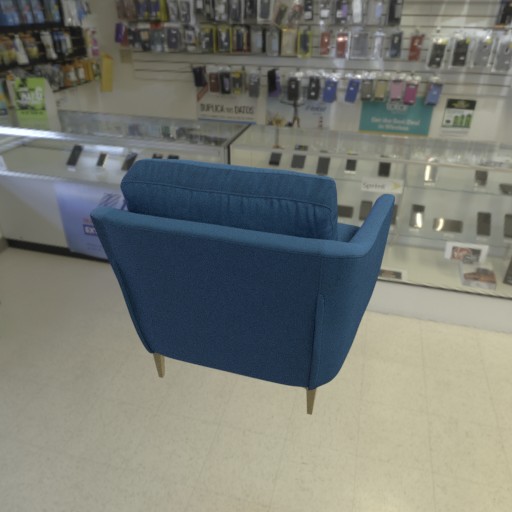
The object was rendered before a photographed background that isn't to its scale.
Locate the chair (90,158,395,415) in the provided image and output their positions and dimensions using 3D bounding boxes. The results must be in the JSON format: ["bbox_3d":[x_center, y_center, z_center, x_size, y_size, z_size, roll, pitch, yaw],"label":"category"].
[{"bbox_3d":[0.000,0.000,1.751,0.987,0.899,0.961,9,32,15],"label":"chair"}]
